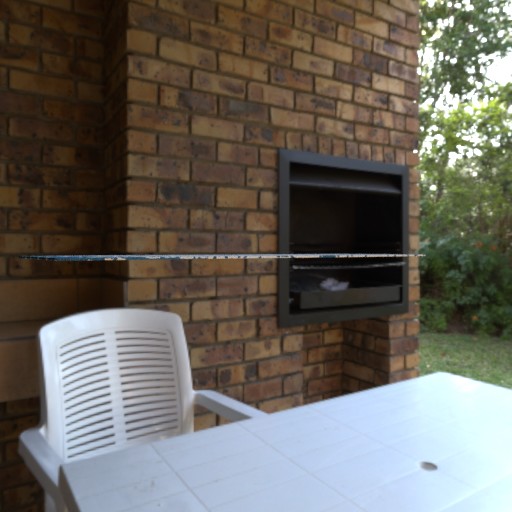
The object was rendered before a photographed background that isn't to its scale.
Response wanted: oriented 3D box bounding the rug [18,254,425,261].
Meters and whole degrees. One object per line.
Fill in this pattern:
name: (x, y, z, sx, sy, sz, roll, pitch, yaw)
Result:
rug: (0.000, 0.000, 2.670, 2.435, 0.011, 0.750, -1, 1, -38)
